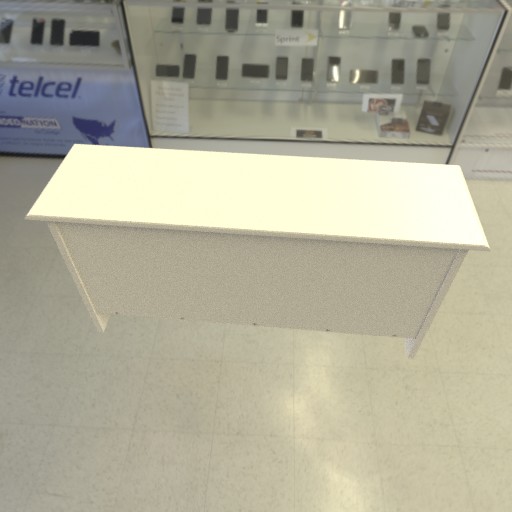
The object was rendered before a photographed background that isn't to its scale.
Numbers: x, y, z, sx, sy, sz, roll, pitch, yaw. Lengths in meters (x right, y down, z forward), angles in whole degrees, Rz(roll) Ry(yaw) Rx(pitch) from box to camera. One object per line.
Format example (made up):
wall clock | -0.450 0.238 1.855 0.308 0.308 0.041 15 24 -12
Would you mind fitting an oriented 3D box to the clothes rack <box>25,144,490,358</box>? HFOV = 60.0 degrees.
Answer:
clothes rack | 0.000 0.000 1.355 1.120 0.531 0.324 4 47 4
